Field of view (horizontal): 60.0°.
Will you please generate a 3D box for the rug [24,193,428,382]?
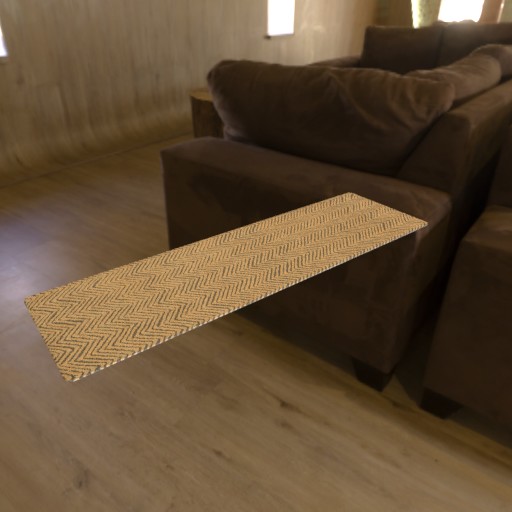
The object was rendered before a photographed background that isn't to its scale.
[{"bbox_3d":[0.000,0.000,2.485,2.286,0.008,0.686,-21,36,-32],"label":"rug"}]
